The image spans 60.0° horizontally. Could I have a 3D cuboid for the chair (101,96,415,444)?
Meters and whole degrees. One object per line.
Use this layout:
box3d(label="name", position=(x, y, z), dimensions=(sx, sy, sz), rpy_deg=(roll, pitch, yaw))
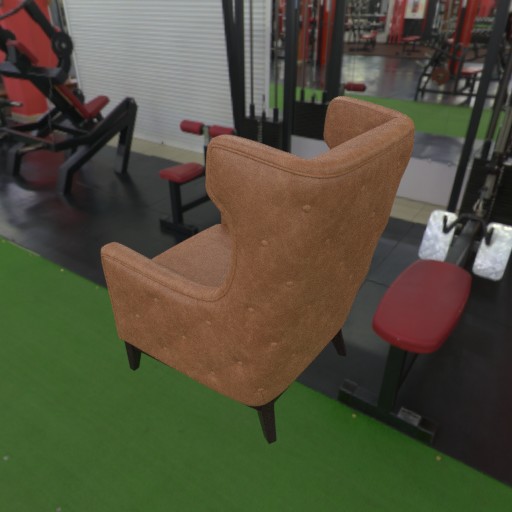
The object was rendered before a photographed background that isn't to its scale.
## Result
box3d(label="chair", position=(0.000, 0.000, 1.657), dimensions=(0.899, 1.079, 0.766), rpy_deg=(21, 36, 31))
